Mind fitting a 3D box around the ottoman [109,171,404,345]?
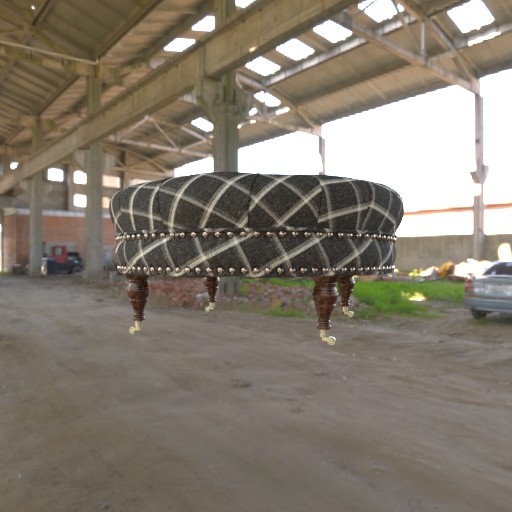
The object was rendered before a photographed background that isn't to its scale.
[{"bbox_3d":[0.000,0.000,1.418,0.901,0.439,0.901,0,0,0],"label":"ottoman"}]
